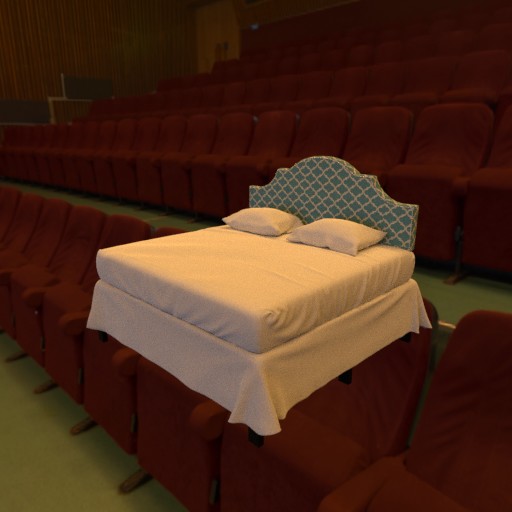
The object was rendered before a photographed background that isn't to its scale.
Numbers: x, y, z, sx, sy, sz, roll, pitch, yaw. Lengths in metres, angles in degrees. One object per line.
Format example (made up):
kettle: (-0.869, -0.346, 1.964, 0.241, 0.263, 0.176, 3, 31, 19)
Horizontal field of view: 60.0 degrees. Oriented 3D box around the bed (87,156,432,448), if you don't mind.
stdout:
bed: (0.000, 0.000, 3.812, 2.314, 1.601, 2.222, 15, 22, 43)
